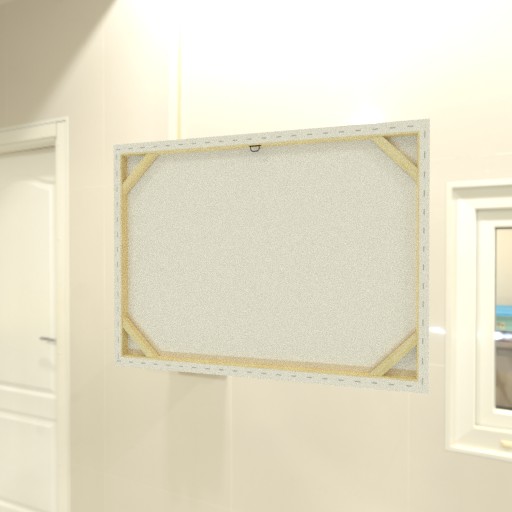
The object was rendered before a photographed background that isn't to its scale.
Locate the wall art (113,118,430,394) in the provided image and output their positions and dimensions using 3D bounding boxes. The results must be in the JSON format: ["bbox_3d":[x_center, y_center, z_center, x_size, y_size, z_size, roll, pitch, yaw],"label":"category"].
[{"bbox_3d":[0.000,0.000,1.396,1.016,0.762,0.038,0,1,17],"label":"wall art"}]
